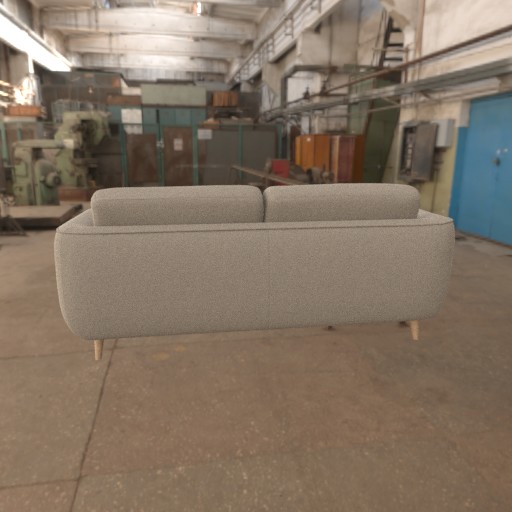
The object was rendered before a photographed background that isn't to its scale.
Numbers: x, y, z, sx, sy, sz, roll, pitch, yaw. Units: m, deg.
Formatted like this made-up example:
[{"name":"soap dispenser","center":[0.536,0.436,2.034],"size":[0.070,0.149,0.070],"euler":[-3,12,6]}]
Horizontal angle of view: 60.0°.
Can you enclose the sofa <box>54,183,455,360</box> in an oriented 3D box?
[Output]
[{"name":"sofa","center":[0.000,0.000,2.527],"size":[2.000,0.850,0.920],"euler":[-2,14,-8]}]
